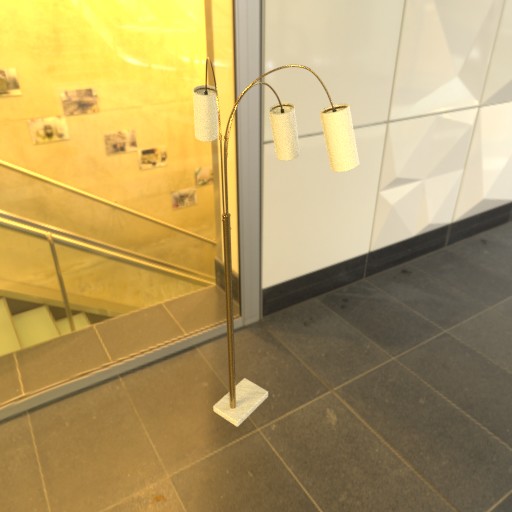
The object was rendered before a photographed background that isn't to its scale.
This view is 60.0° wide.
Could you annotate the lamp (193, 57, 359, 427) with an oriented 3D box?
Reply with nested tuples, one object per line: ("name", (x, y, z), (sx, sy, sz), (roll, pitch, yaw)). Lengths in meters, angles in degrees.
("lamp", (0.000, 0.000, 2.525), (1.020, 2.055, 0.667), (21, 36, 33))
